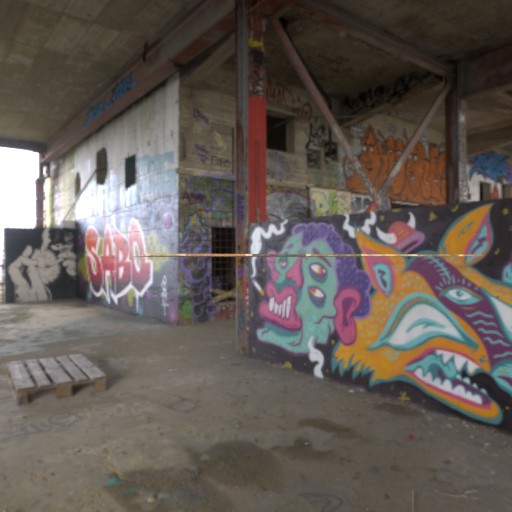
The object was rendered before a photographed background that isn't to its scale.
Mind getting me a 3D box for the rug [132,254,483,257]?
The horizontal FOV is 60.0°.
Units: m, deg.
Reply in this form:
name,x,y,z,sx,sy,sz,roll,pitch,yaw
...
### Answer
name,x,y,z,sx,sy,sz,roll,pitch,yaw
rug,0.000,0.000,2.355,1.216,0.006,1.828,0,0,-17
